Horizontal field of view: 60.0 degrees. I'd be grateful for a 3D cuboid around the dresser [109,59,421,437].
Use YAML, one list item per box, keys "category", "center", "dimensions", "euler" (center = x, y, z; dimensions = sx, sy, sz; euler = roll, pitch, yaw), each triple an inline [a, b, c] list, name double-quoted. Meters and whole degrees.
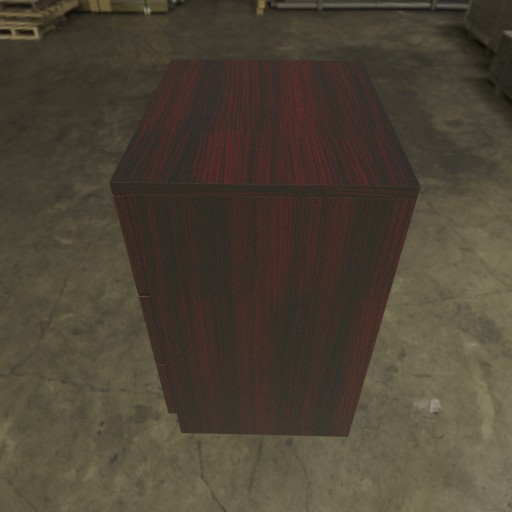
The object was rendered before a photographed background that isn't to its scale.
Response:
- category: "dresser"
  center: [0.000, 0.000, 0.810]
  dimensions: [0.360, 0.560, 0.400]
  euler: [1, 42, 1]
